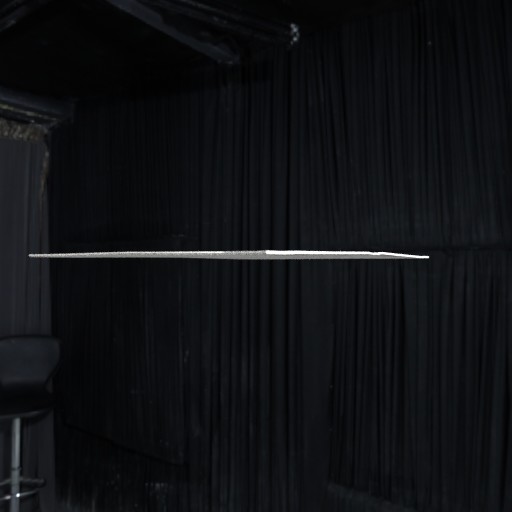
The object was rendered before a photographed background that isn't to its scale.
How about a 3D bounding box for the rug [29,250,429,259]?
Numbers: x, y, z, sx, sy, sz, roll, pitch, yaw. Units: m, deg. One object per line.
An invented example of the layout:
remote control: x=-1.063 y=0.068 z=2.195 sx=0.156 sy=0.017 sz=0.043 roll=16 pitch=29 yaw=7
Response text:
rug: x=0.000 y=0.000 z=5.107 sx=2.873 sy=0.053 sz=3.778 roll=-1 pitch=-1 yaw=36
